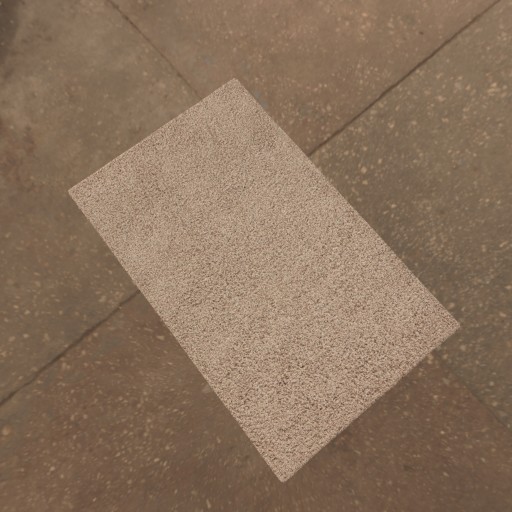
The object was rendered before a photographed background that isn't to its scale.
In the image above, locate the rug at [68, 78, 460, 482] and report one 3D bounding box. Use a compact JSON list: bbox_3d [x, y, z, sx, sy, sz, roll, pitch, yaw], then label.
[{"bbox_3d":[0.000,0.000,3.053,1.524,0.030,2.438,-37,78,-9],"label":"rug"}]
